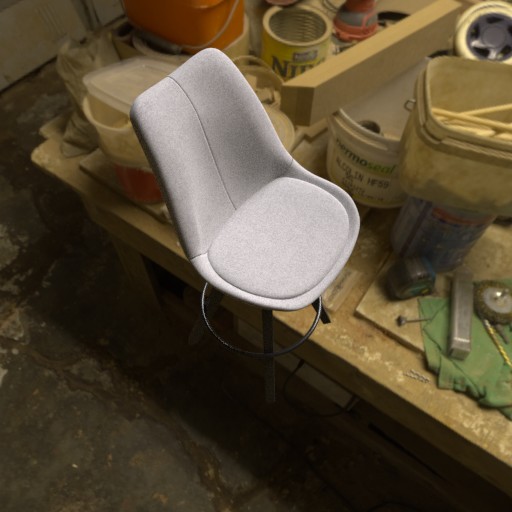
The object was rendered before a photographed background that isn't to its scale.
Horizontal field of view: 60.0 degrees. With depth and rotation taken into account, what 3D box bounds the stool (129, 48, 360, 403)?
[{"bbox_3d":[0.000,0.000,1.426,0.550,1.115,0.485,32,63,19],"label":"stool"}]
